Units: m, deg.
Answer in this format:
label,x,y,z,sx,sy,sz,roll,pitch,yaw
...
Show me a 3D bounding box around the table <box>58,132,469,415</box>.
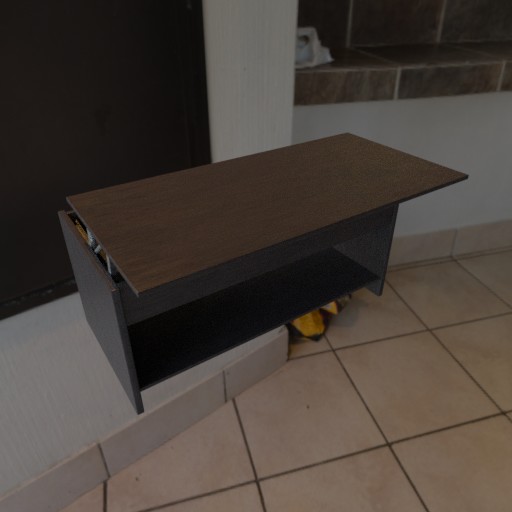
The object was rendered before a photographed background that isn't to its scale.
label,x,y,z,sx,sy,sz,roll,pitch,yaw
table,0.000,0.000,1.439,1.000,0.570,0.712,-20,37,-28
